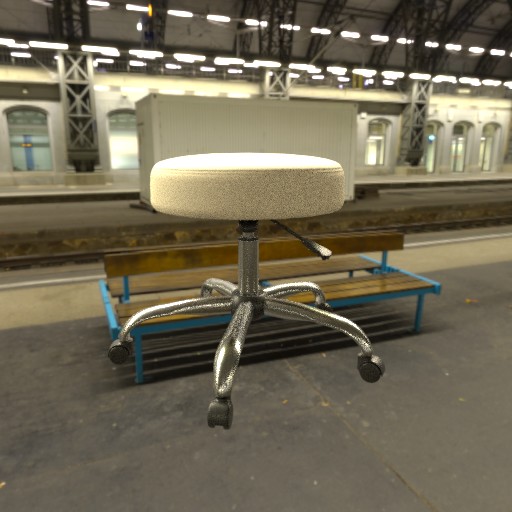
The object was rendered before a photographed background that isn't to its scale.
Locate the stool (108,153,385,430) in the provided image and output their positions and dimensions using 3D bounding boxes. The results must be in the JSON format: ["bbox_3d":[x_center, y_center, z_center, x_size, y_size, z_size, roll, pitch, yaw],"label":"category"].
[{"bbox_3d":[0.000,0.000,1.066,0.634,0.482,0.614,13,19,43],"label":"stool"}]
